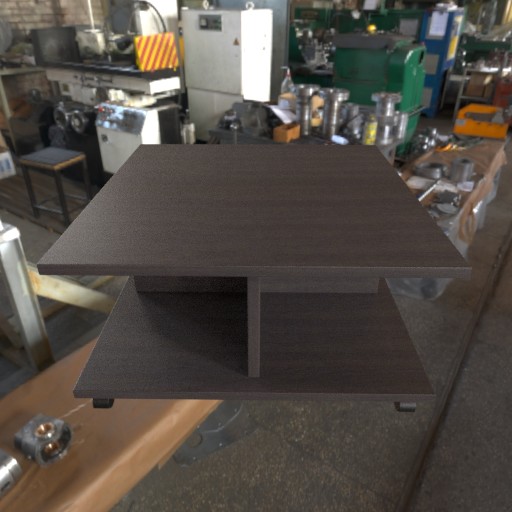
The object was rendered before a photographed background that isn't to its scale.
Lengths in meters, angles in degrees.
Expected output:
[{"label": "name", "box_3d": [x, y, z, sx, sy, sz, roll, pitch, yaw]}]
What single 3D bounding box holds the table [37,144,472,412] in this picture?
[{"label": "table", "box_3d": [0.000, 0.000, 1.202, 0.762, 0.396, 0.762, 0, 30, 1]}]
